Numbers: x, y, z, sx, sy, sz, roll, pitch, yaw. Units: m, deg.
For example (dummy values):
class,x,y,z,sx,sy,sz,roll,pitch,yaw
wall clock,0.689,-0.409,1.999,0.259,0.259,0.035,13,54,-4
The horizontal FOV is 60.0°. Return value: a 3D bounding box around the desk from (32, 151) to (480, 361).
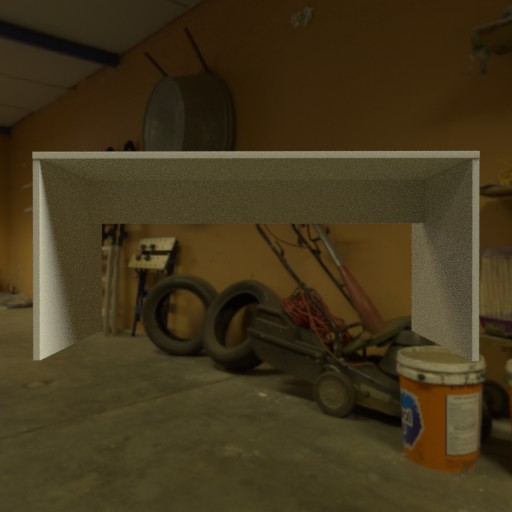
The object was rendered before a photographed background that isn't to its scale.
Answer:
class,x,y,z,sx,sy,sz,roll,pitch,yaw
desk,0.000,0.000,1.988,1.600,0.750,0.802,0,0,0
